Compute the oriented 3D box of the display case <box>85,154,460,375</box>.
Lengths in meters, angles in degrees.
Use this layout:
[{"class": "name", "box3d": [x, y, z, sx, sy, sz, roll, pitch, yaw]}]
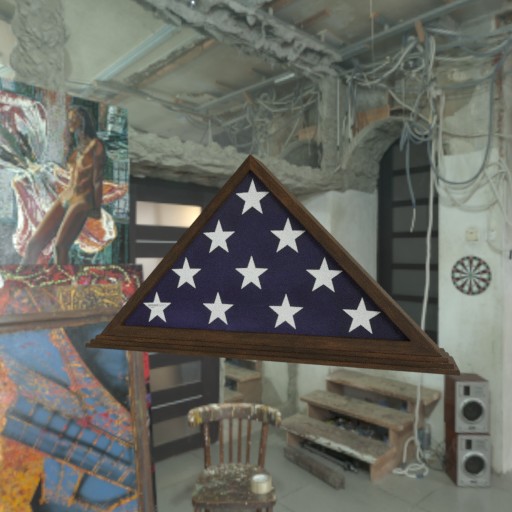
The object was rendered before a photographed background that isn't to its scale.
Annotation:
[{"class": "display case", "box3d": [0.000, 0.000, 0.773, 0.640, 0.340, 0.095, 0, 0, 18]}]
